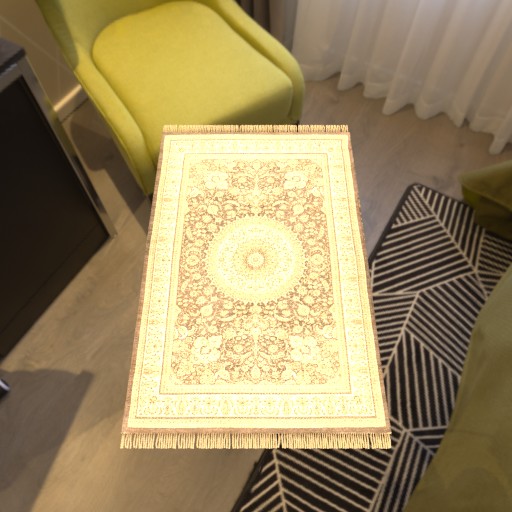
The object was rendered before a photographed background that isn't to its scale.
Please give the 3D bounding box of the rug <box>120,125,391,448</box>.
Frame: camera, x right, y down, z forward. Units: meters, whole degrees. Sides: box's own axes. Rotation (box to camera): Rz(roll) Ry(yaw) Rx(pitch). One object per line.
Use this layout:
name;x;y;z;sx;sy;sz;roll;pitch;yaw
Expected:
rug;0.000;0.000;4.273;2.143;0.015;3.422;0;61;0
